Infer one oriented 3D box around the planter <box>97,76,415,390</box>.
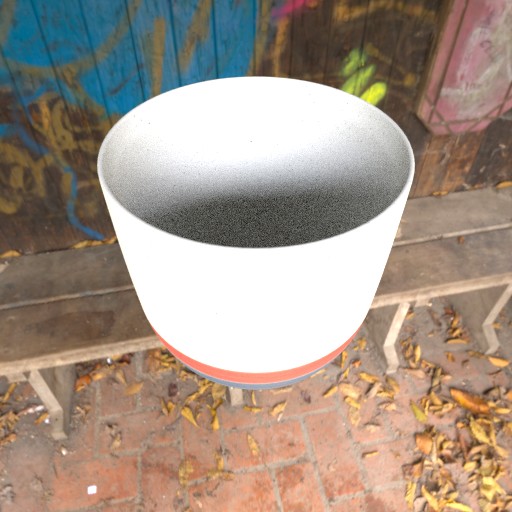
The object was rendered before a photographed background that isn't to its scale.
[{"bbox_3d":[0.000,0.000,0.368,0.204,0.214,0.204,0,46,0],"label":"planter"}]
